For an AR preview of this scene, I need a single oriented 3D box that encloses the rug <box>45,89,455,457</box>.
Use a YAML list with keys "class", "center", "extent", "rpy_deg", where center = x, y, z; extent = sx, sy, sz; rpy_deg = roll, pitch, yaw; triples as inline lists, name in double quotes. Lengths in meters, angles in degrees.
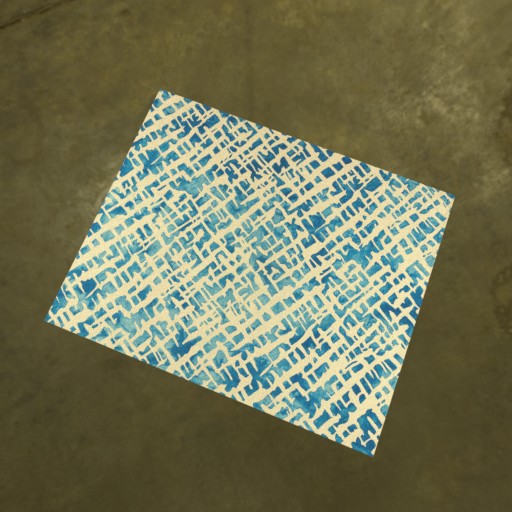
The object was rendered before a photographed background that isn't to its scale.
- class: "rug"
  center: [0.000, 0.000, 3.977]
  extent: [3.007, 0.007, 2.435]
  rpy_deg: [21, 78, 5]
